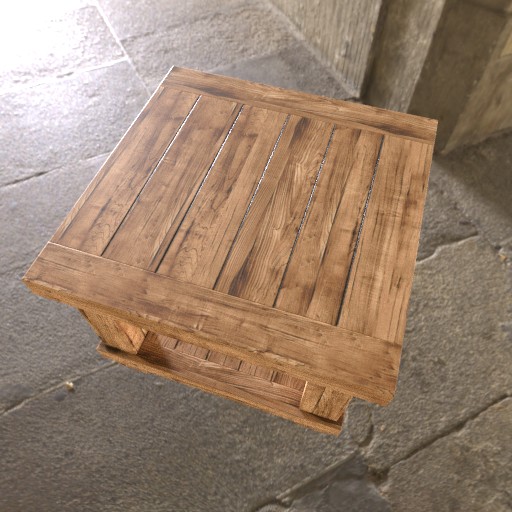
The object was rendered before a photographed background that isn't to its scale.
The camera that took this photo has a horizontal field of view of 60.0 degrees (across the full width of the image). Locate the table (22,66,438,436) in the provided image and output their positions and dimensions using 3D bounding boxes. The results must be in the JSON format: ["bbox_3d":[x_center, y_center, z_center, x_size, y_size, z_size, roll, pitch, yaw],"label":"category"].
[{"bbox_3d":[0.000,0.000,1.023,0.610,0.457,0.610,15,58,10],"label":"table"}]
